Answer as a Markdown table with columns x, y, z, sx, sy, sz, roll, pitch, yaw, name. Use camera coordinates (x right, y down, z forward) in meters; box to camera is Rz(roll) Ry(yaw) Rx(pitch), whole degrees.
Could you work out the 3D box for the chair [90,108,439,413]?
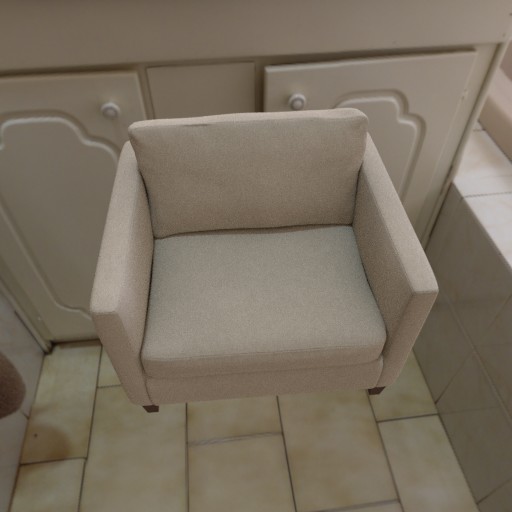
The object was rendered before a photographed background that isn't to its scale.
| x | y | z | sx | sy | sz | roll | pitch | yaw | name |
| --- | --- | --- | --- | --- | --- | --- | --- | --- | --- |
| 0.000 | 0.000 | 1.832 | 1.107 | 0.961 | 0.959 | -4 | 48 | -3 | chair |
